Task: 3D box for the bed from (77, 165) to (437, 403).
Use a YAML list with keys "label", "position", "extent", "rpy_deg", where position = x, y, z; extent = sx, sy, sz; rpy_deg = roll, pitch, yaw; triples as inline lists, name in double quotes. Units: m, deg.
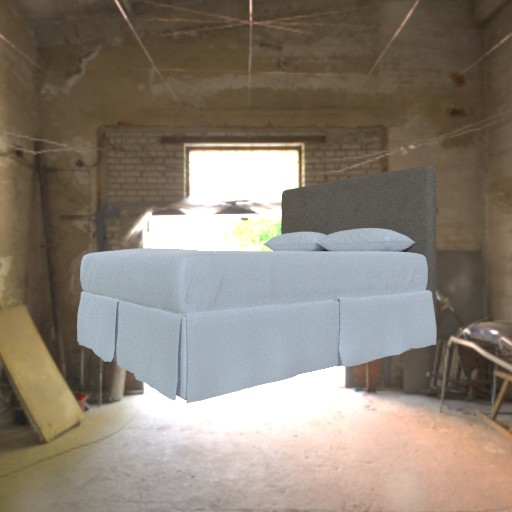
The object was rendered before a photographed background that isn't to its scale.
- label: "bed"
  position: [0.000, 0.000, 3.228]
  extent: [2.142, 1.330, 1.723]
  rpy_deg: [0, 0, -37]
